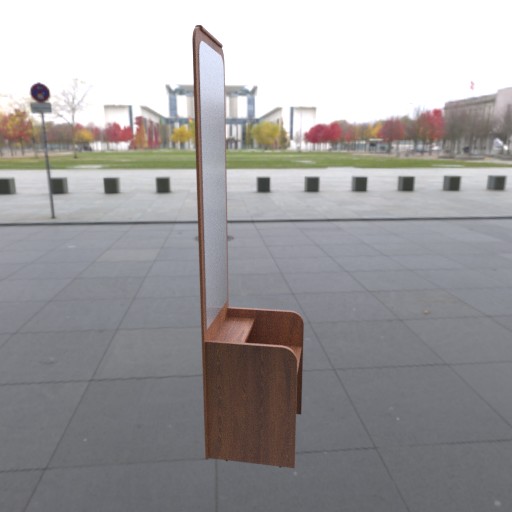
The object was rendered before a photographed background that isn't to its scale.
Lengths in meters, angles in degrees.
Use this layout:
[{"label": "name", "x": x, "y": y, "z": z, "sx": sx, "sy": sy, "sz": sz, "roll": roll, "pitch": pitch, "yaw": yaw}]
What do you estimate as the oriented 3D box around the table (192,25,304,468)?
[{"label": "table", "x": 0.000, "y": 0.000, "z": 1.986, "sx": 0.420, "sy": 1.830, "sz": 0.450, "roll": 2, "pitch": 14, "yaw": 9}]
